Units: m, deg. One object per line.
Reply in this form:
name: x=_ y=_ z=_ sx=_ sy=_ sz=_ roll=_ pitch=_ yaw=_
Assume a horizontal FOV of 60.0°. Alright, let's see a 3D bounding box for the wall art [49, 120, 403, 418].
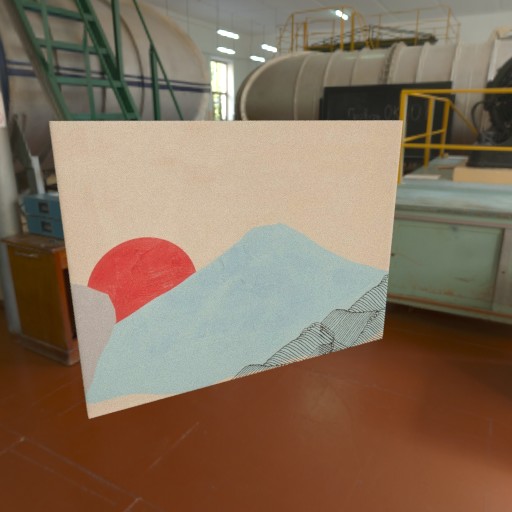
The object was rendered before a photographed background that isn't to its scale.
wall art: x=0.000 y=0.000 z=1.563 sx=1.219 sy=0.912 sz=0.042 roll=-8 pitch=19 yaw=-25
